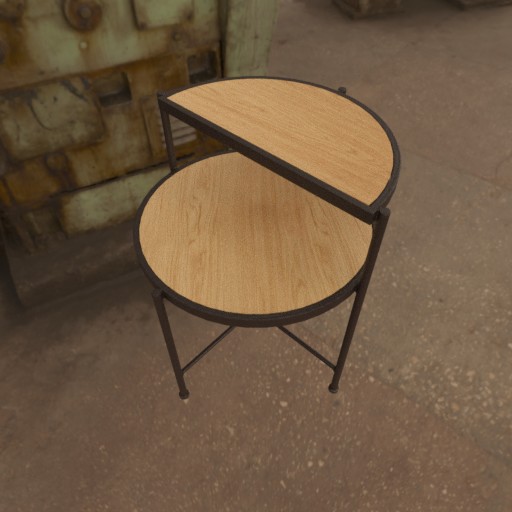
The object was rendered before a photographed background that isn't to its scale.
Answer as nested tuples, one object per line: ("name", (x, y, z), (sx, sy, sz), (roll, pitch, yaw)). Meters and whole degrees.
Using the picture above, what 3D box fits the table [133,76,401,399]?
("table", (0.000, 0.000, 1.147), (0.629, 0.684, 0.628), (34, 57, 27))
